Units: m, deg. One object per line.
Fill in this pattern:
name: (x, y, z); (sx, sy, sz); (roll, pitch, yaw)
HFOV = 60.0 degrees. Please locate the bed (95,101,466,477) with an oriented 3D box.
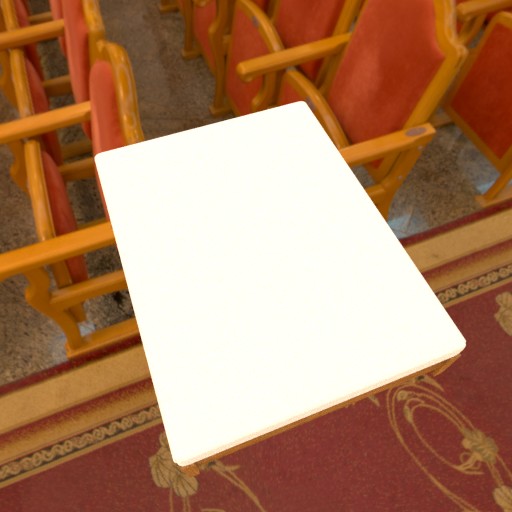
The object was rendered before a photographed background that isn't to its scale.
bed: (0.000, 0.000, 2.741); (1.536, 0.431, 2.016); (-18, 59, -11)
